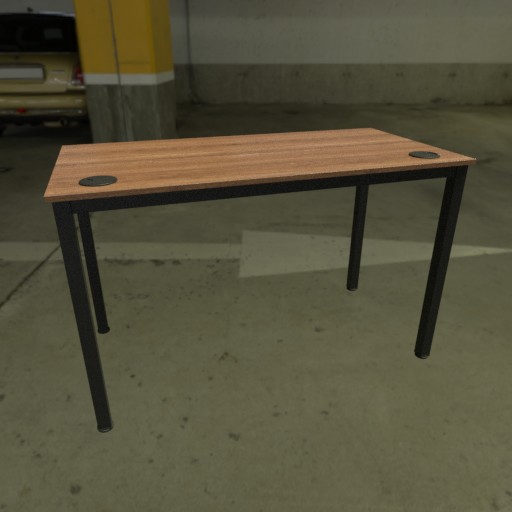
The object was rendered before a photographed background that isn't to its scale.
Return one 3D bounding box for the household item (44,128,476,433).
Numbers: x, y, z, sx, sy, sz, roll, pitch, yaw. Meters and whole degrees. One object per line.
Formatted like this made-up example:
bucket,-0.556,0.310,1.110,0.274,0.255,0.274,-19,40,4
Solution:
household item,0.000,0.000,1.582,1.200,0.750,0.600,-8,26,-16
